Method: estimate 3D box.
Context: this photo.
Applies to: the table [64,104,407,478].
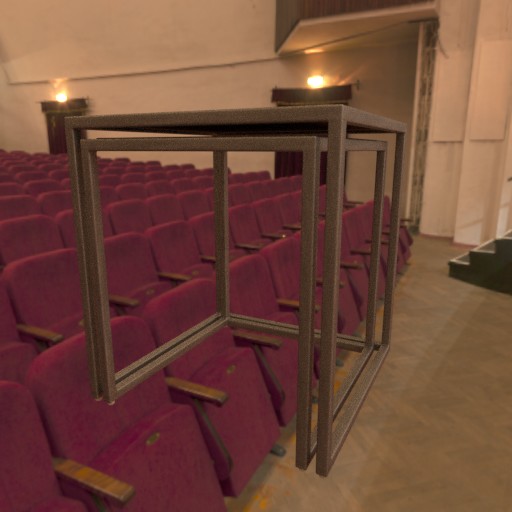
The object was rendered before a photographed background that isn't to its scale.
[{"bbox_3d":[0.000,0.000,0.848,0.450,0.500,0.449,7,15,26],"label":"table"}]
